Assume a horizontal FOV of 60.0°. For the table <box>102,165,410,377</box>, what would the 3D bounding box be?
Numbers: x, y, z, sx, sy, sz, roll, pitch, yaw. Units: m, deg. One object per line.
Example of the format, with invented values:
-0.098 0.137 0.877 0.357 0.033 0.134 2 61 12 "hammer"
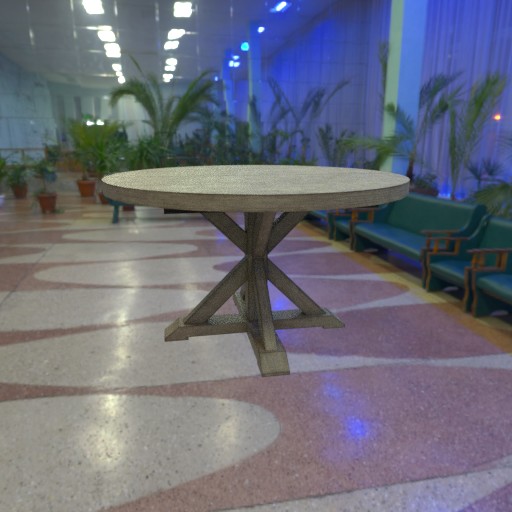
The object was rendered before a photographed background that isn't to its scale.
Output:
0.000 0.000 2.167 1.363 0.781 1.363 0 15 0 "table"
